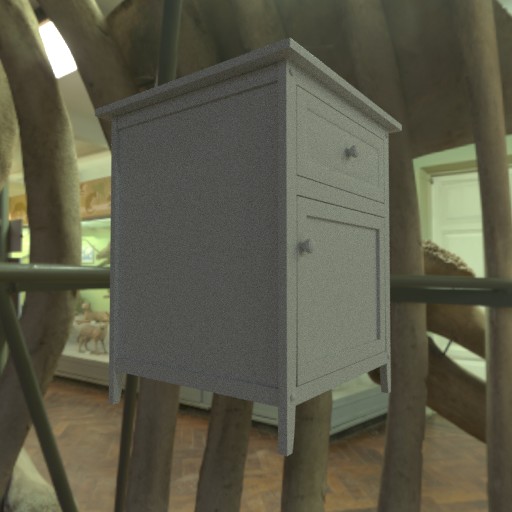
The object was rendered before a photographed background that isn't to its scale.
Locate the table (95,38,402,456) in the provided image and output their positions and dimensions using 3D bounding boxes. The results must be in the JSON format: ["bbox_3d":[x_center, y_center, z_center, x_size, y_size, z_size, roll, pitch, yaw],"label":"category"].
[{"bbox_3d":[0.000,0.000,0.764,0.381,0.483,0.381,-1,-2,37],"label":"table"}]
